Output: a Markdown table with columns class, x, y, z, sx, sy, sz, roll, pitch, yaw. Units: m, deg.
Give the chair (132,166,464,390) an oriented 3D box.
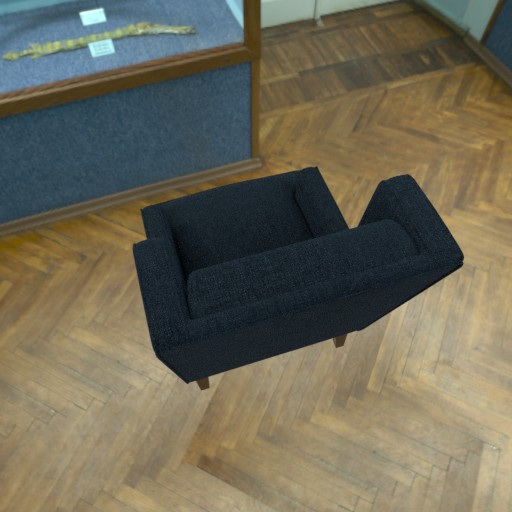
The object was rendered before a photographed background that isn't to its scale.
| class | x | y | z | sx | sy | sz | roll | pitch | yaw |
| --- | --- | --- | --- | --- | --- | --- | --- | --- | --- |
| chair | 0.000 | 0.000 | 1.671 | 0.764 | 1.072 | 0.947 | -15 | 59 | -9 |
